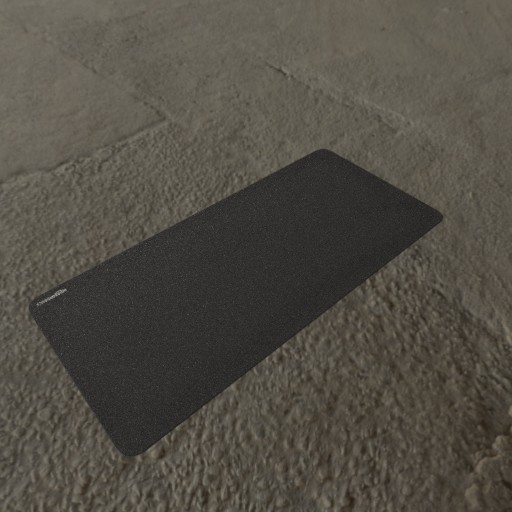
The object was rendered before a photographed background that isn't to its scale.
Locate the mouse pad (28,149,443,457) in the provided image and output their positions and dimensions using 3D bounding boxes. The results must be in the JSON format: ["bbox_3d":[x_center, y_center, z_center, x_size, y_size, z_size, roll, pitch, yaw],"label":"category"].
[{"bbox_3d":[0.000,0.000,1.014,0.907,0.003,0.424,-32,54,-27],"label":"mouse pad"}]
